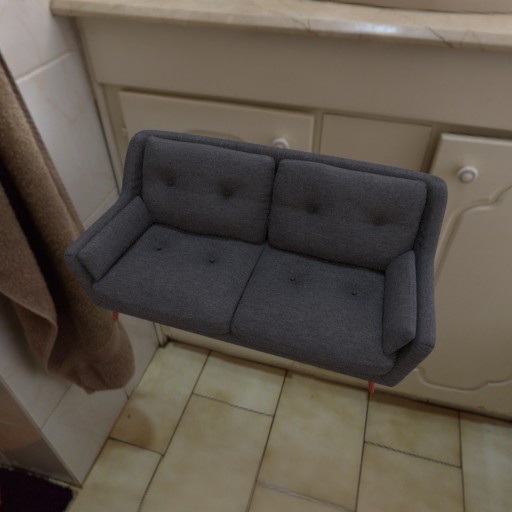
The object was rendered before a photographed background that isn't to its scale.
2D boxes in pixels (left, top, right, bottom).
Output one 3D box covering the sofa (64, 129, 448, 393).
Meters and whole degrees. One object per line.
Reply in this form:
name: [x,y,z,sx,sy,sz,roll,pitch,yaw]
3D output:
sofa: [0.000,0.000,2.513,1.929,0.896,0.975,13,43,14]
